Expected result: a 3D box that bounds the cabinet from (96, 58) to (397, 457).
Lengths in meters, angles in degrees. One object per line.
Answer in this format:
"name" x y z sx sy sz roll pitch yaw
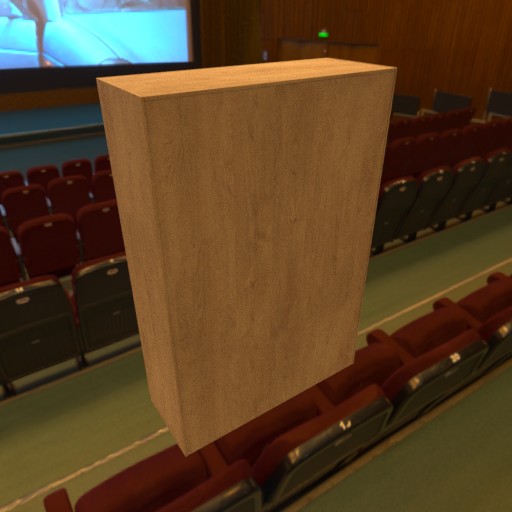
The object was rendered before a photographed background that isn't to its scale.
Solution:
"cabinet" 0.000 0.000 2.471 1.290 1.910 0.510 -19 35 -29
